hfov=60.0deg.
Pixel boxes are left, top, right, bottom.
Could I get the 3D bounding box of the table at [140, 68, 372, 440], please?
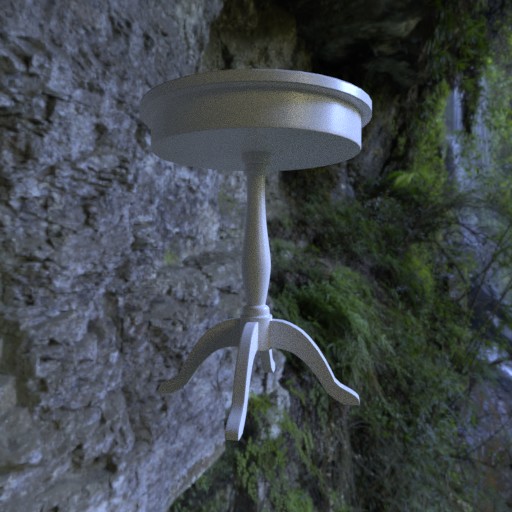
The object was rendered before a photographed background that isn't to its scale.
[{"bbox_3d":[0.000,0.000,1.019,0.513,0.653,0.513,0,1,0],"label":"table"}]
